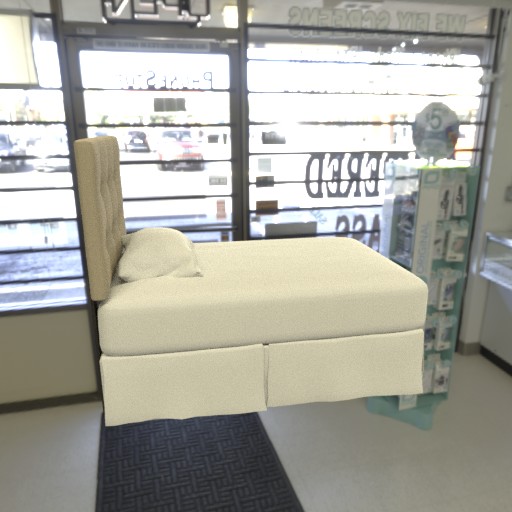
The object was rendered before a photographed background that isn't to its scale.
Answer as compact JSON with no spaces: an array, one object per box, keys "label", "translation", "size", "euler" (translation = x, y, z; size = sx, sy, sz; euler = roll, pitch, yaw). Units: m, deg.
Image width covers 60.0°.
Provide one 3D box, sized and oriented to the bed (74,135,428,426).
[{"label":"bed","translation":[0.000,0.000,3.009],"size":[1.997,1.571,1.261],"euler":[-3,17,-10]}]
